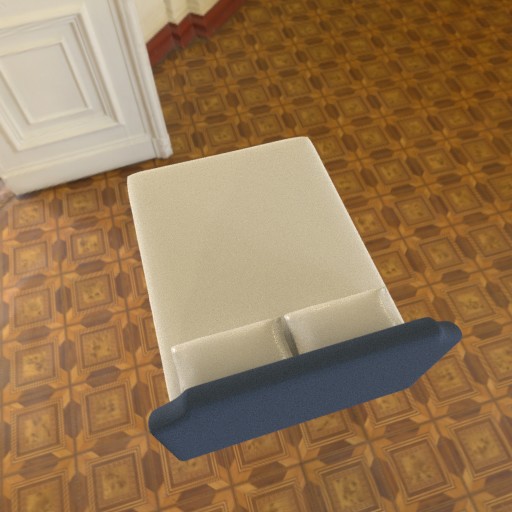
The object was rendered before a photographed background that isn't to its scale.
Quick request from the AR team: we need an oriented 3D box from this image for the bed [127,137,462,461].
[{"bbox_3d":[0.000,0.000,3.317,1.831,1.297,2.260,-15,60,-9],"label":"bed"}]
